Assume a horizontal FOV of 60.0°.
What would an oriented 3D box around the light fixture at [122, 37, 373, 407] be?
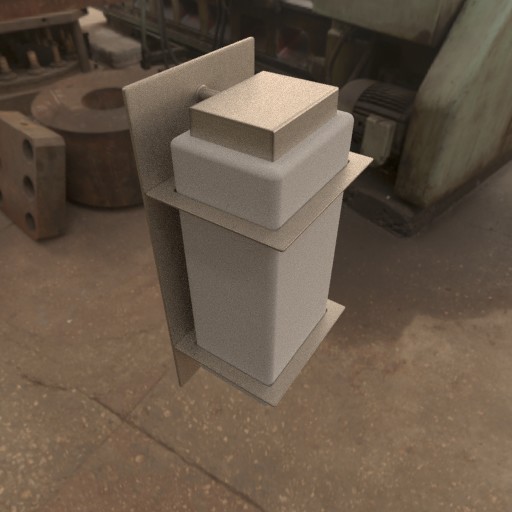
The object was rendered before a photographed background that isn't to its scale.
[{"bbox_3d":[0.000,0.000,0.472,0.160,0.380,0.168,24,46,25],"label":"light fixture"}]
